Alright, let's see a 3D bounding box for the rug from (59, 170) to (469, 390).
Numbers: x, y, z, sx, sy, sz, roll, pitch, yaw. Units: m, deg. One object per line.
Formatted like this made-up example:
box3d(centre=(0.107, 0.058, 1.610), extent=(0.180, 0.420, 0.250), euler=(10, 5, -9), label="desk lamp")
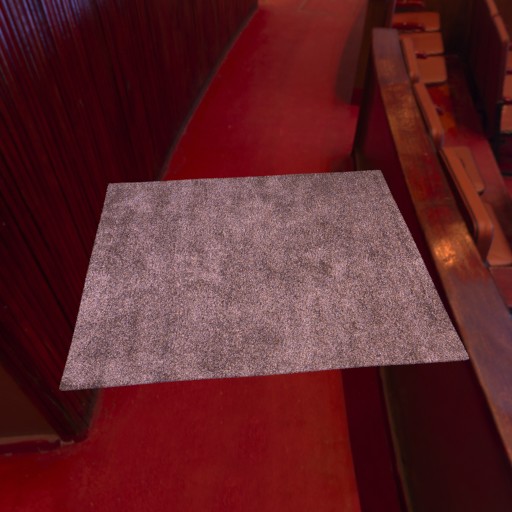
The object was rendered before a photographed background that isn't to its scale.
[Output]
box3d(centre=(0.000, 0.000, 4.056), extent=(3.000, 0.025, 2.401), euler=(-3, 46, -3), label="rug")
